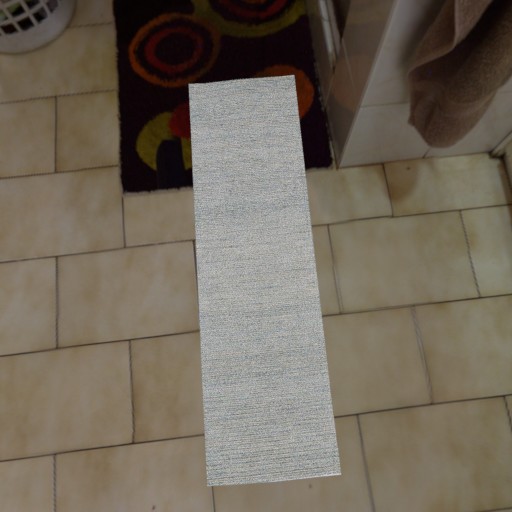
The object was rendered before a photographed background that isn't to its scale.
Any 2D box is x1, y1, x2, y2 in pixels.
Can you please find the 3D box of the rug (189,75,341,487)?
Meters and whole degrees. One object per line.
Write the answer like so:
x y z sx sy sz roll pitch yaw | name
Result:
0.000 0.000 2.512 0.675 0.037 2.341 -4 75 -1 | rug
